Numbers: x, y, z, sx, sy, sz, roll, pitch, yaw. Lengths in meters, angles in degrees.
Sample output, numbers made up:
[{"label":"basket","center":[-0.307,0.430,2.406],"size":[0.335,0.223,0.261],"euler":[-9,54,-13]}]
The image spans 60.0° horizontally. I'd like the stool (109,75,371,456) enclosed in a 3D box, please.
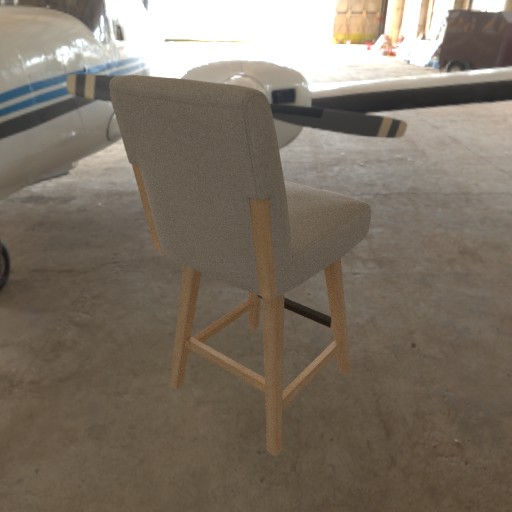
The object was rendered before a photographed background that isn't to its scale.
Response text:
[{"label":"stool","center":[0.000,0.000,1.397],"size":[0.507,1.085,0.606],"euler":[20,34,34]}]
